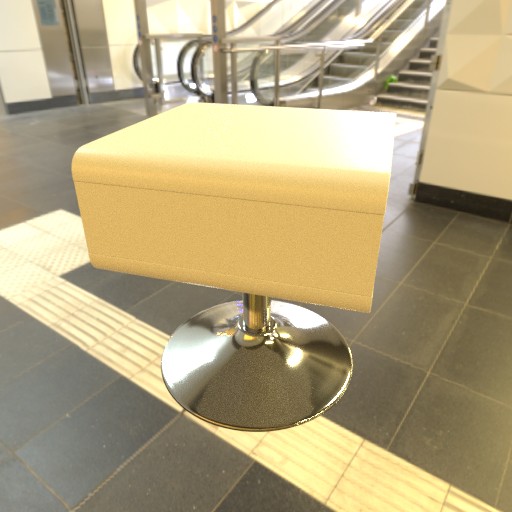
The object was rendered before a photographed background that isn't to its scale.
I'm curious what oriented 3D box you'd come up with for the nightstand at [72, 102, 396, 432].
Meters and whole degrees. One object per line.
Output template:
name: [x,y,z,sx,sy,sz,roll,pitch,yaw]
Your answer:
nightstand: [0.000,0.000,0.778,0.404,0.447,0.399,8,30,14]
